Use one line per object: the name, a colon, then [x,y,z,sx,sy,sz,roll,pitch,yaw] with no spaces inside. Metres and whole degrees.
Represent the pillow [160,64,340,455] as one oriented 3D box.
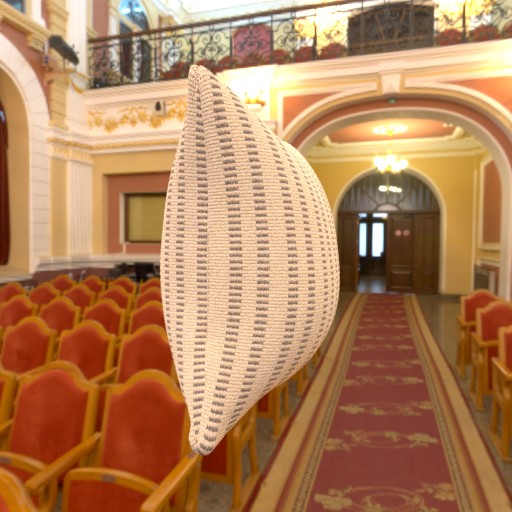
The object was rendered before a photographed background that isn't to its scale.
pillow: [0.000,0.000,0.675,0.247,0.419,0.438,1,2,17]
